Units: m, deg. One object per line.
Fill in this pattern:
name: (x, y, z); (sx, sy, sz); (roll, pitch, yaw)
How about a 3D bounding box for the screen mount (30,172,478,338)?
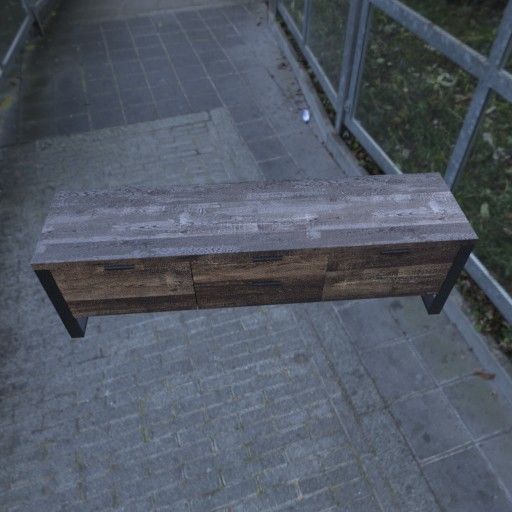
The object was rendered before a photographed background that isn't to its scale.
screen mount: (0.000, 0.000, 1.793); (1.524, 0.450, 0.395); (-3, 47, -3)
